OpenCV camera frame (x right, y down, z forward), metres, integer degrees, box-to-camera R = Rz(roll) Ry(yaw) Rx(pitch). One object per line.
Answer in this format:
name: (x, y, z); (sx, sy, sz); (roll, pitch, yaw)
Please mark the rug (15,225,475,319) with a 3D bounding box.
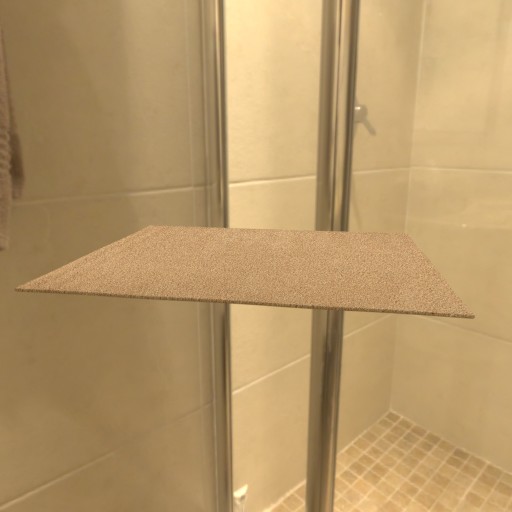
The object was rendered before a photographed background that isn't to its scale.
rug: (0.000, 0.000, 3.983); (3.000, 0.026, 2.400); (2, 15, 9)
